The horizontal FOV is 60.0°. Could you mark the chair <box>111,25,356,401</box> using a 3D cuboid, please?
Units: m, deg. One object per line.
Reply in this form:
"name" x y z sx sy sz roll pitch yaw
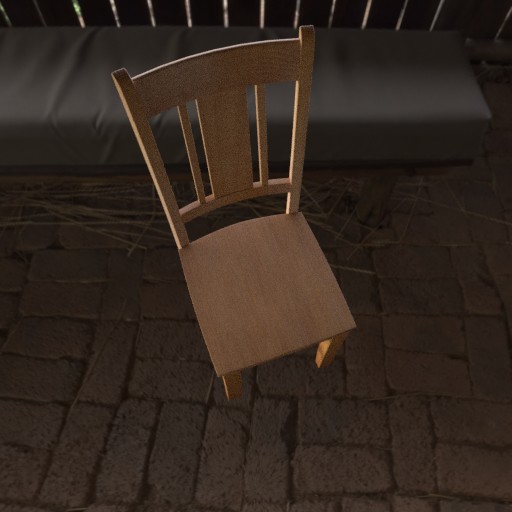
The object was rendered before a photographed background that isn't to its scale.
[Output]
"chair" 0.000 0.000 1.274 0.450 0.998 0.556 -18 64 -9
